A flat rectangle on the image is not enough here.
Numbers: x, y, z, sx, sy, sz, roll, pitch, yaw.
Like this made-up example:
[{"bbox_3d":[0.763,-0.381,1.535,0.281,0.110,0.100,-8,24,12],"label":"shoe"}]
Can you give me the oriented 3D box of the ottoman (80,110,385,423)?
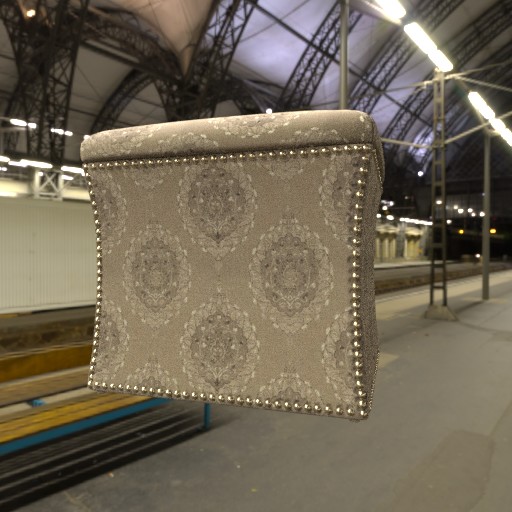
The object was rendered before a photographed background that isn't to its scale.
[{"bbox_3d":[0.000,0.000,0.913,0.507,0.473,0.497,0,1,17],"label":"ottoman"}]
